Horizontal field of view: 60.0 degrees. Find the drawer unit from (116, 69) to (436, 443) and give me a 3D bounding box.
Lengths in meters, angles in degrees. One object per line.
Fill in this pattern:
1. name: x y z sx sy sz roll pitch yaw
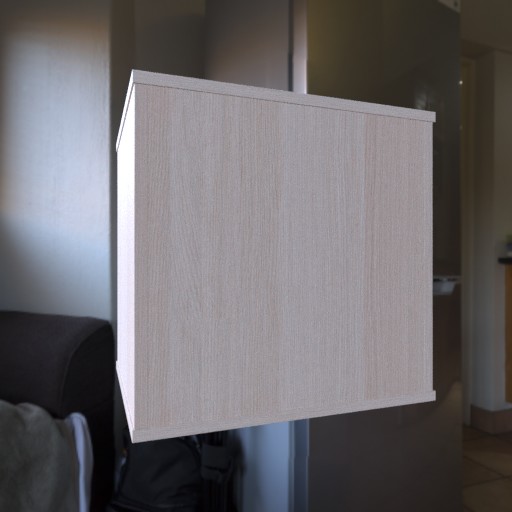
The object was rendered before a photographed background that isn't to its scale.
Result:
1. drawer unit: 0.000 0.000 0.603 0.349 0.344 0.290 0 0 -20
